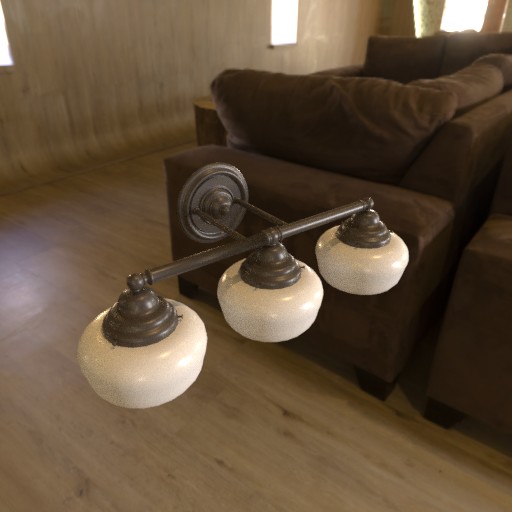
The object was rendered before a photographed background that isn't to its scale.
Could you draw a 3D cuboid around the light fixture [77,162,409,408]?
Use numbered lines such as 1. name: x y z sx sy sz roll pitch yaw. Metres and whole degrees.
1. light fixture: 0.000 0.000 0.698 0.587 0.242 0.239 -20 34 -32
